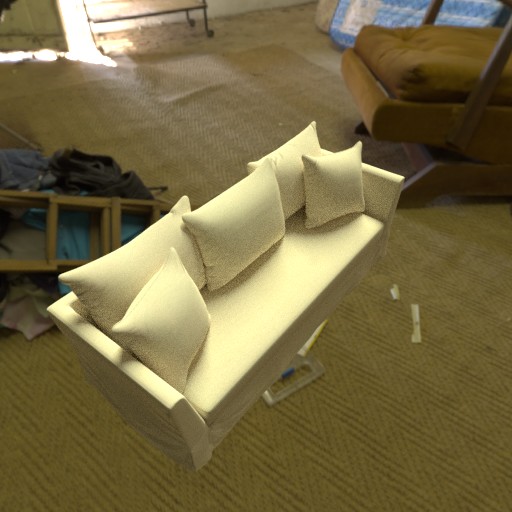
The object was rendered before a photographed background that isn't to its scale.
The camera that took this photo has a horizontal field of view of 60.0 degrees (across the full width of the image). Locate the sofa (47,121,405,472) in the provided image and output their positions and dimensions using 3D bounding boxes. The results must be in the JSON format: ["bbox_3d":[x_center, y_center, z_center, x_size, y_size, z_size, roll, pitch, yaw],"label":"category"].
[{"bbox_3d":[0.000,0.000,3.055,1.030,1.042,2.484,27,48,28],"label":"sofa"}]
